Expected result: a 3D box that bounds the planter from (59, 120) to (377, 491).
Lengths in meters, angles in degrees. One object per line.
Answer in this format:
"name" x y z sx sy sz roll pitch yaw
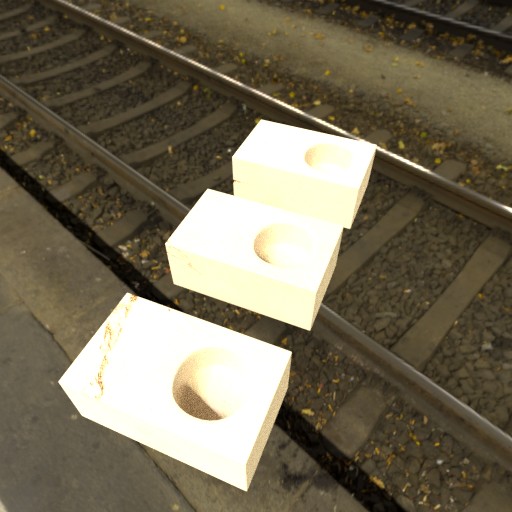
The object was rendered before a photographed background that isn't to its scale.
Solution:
"planter" 0.000 0.000 0.381 0.127 0.051 0.333 17 50 15
